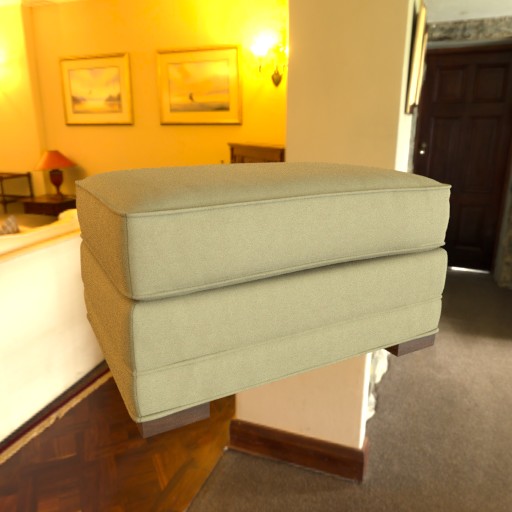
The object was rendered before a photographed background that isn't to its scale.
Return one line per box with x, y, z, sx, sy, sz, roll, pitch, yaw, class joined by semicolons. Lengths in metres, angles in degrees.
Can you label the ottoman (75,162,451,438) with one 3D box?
0.000;0.000;1.205;0.848;0.482;0.611;-8;18;-27;ottoman
